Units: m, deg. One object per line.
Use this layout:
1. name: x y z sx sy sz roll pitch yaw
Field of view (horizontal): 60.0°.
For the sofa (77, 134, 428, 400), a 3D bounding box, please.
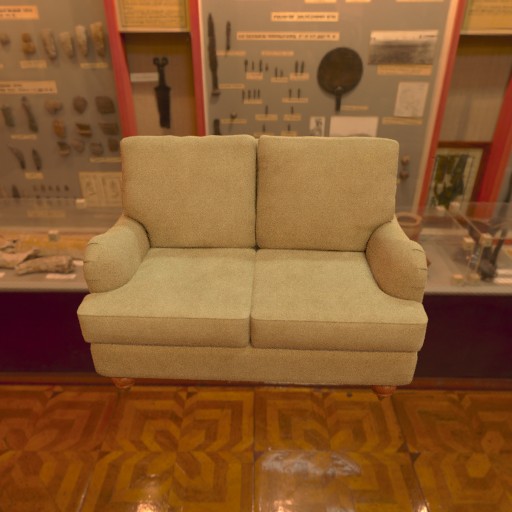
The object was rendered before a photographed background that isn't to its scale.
1. sofa: 0.000 0.000 2.251 1.498 1.087 1.086 1 30 2
